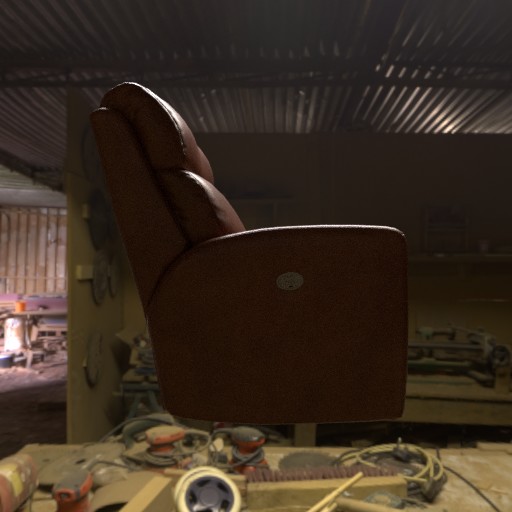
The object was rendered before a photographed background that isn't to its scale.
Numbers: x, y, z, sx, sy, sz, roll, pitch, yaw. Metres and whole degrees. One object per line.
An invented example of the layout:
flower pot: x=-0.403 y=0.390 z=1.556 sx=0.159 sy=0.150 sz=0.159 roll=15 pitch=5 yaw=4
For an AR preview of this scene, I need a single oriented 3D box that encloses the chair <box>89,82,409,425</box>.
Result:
chair: x=0.000 y=0.000 z=1.589 sx=0.939 sy=1.016 sz=0.787 roll=0 pitch=-1 yaw=1
